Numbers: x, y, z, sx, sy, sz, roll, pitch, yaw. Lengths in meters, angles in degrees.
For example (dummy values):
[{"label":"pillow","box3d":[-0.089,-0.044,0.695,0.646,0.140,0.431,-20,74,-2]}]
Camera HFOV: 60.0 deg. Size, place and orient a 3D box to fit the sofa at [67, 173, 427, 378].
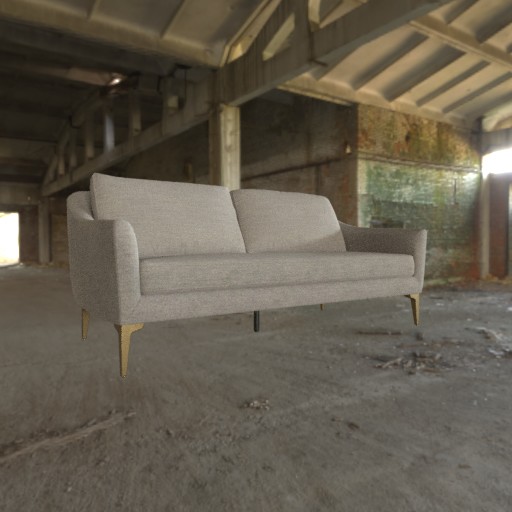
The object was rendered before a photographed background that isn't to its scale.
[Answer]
[{"label":"sofa","box3d":[0.000,0.000,2.663,2.036,0.913,0.980,-1,2,-35]}]
